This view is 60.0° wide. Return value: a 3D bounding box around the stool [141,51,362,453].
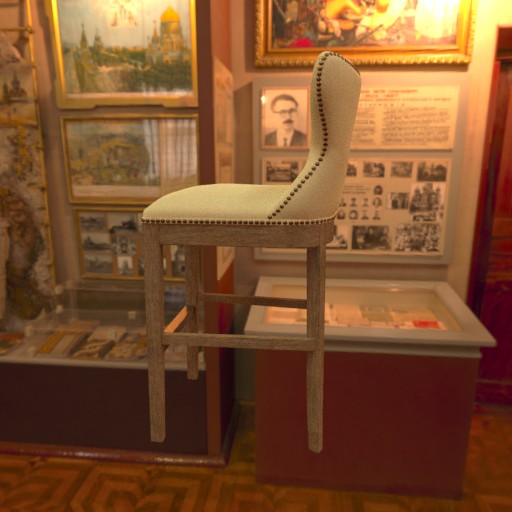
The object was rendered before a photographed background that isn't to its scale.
[{"bbox_3d":[0.000,0.000,1.425,0.606,1.123,0.494,2,13,8],"label":"stool"}]
